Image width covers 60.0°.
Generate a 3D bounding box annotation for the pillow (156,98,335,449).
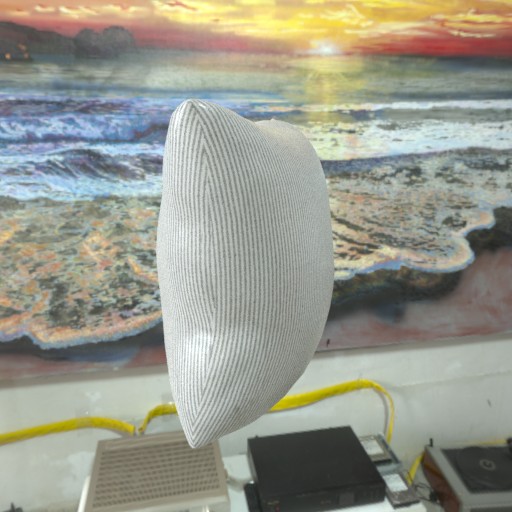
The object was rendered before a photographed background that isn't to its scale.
[{"bbox_3d":[0.000,0.000,0.690,0.387,0.432,0.310,-13,20,-40],"label":"pillow"}]
